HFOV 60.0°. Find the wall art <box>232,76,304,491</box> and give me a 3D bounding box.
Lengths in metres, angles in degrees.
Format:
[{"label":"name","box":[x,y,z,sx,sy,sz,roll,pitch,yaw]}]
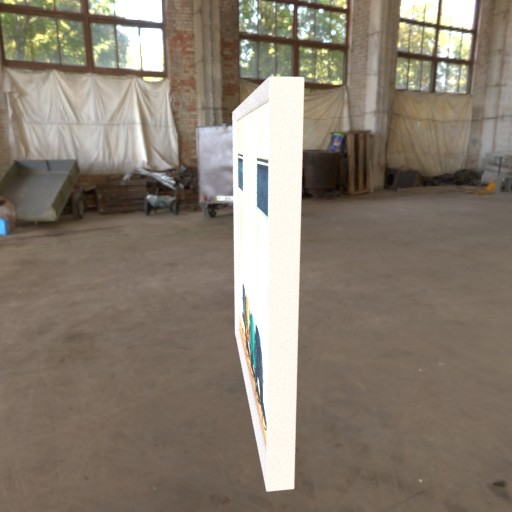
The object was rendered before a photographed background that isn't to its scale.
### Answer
[{"label":"wall art","box":[0.000,0.000,0.764,0.037,0.508,0.508,-2,14,-7]}]
